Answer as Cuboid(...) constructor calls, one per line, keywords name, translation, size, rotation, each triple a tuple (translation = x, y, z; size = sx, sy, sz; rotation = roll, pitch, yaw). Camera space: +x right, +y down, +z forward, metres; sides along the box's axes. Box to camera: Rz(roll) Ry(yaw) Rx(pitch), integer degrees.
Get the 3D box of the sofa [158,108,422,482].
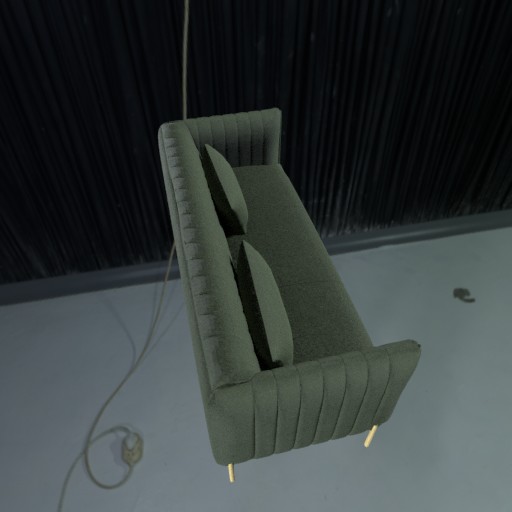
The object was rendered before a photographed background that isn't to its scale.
Cuboid(name="sofa", translation=(0.000, 0.000, 2.604), size=(0.896, 0.793, 2.137), rotation=(-10, 46, -10))
